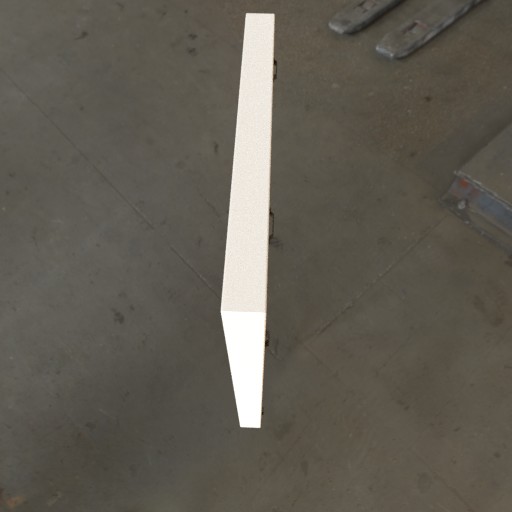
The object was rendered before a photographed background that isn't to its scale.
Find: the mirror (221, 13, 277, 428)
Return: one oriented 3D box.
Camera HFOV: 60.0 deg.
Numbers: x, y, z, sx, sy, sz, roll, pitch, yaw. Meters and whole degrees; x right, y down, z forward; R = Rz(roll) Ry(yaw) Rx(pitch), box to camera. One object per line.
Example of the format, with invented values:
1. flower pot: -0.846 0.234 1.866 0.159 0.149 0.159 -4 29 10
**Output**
1. mirror: 0.000 0.000 0.670 0.041 0.508 0.405 2 59 1
